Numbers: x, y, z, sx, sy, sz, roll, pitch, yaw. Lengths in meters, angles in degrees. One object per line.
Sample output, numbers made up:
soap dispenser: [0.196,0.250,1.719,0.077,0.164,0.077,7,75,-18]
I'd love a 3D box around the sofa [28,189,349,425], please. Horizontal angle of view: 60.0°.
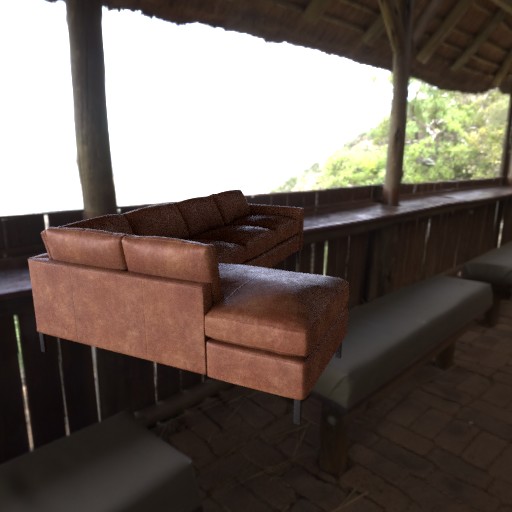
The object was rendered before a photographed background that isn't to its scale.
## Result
sofa: [0.000,0.000,3.802,1.938,0.877,2.984,7,16,24]
